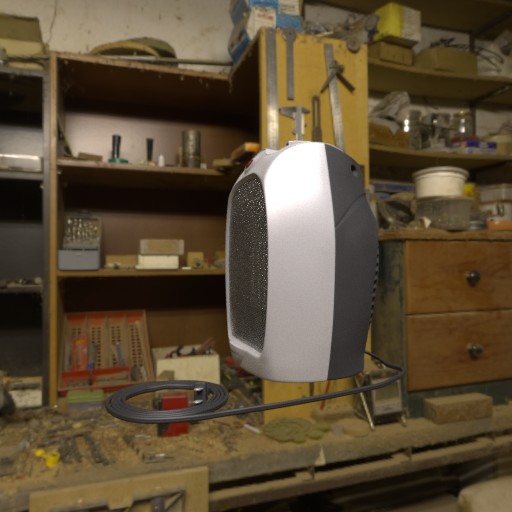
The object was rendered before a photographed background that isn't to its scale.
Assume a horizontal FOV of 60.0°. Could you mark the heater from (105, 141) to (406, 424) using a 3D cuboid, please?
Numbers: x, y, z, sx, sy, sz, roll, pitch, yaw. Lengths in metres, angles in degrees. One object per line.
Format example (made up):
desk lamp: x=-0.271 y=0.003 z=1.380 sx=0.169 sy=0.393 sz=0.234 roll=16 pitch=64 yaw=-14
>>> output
heater: x=0.000 y=0.000 z=0.454 sx=0.291 sy=0.240 sz=0.239 roll=0 pitch=0 yaw=-18
